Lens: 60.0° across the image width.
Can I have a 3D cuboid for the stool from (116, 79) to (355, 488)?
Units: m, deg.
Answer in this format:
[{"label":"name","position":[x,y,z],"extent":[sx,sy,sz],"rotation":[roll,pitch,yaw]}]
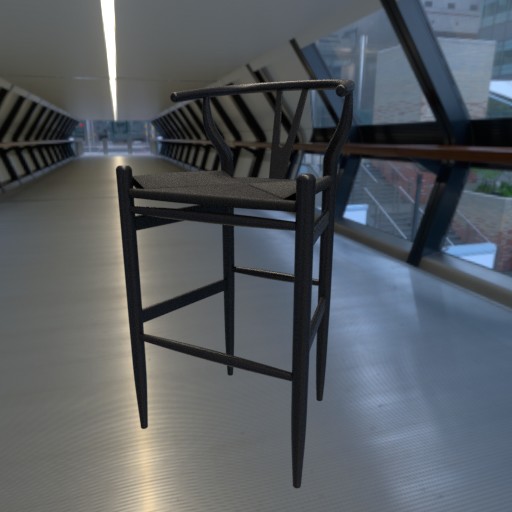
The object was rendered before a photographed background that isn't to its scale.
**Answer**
[{"label":"stool","position":[0.000,0.000,1.385],"extent":[0.569,1.072,0.579],"rotation":[8,18,26]}]
